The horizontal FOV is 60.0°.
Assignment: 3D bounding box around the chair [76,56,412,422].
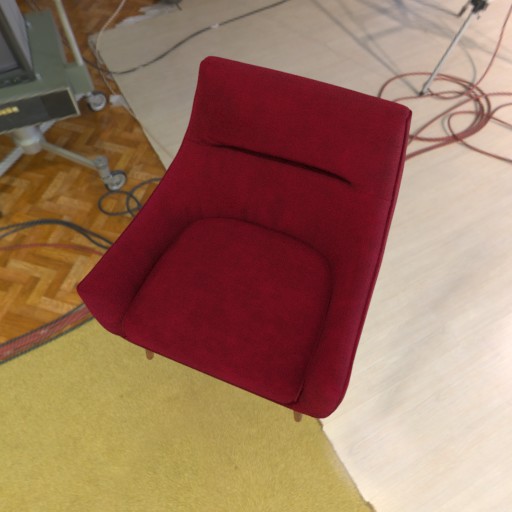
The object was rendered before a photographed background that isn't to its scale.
[{"bbox_3d":[0.000,0.000,1.416,0.762,0.838,0.787,19,60,11],"label":"chair"}]
